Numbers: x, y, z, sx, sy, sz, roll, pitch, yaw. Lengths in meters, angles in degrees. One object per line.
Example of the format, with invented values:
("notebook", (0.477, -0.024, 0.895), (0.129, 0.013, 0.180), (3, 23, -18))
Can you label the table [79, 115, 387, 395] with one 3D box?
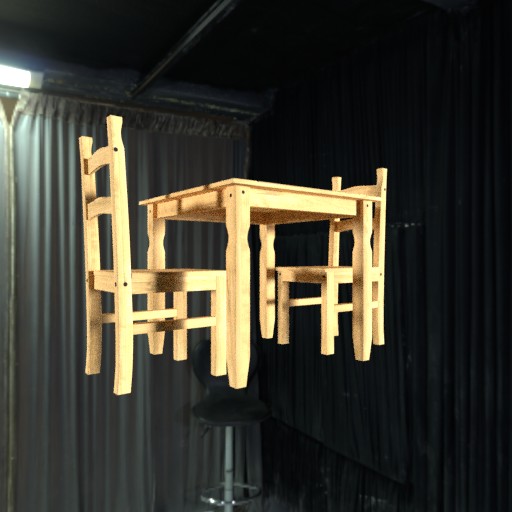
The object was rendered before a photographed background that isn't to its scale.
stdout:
("table", (0.000, 0.000, 2.080), (1.501, 0.942, 0.813), (0, 0, -37))
